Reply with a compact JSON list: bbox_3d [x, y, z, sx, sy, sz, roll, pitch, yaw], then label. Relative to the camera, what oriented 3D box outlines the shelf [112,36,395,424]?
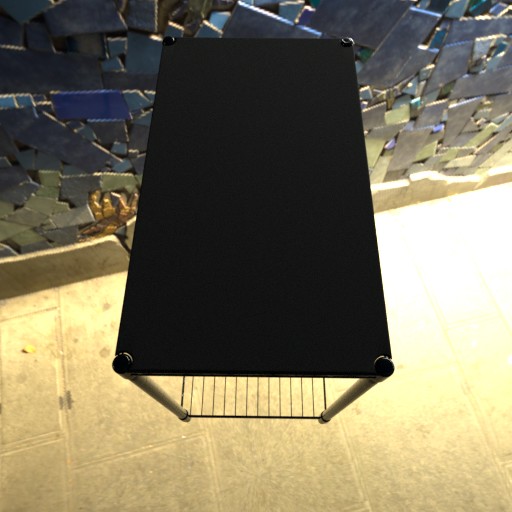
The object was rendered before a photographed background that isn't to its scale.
[{"bbox_3d":[0.000,0.000,0.902,0.338,0.564,0.589,1,64,0],"label":"shelf"}]
